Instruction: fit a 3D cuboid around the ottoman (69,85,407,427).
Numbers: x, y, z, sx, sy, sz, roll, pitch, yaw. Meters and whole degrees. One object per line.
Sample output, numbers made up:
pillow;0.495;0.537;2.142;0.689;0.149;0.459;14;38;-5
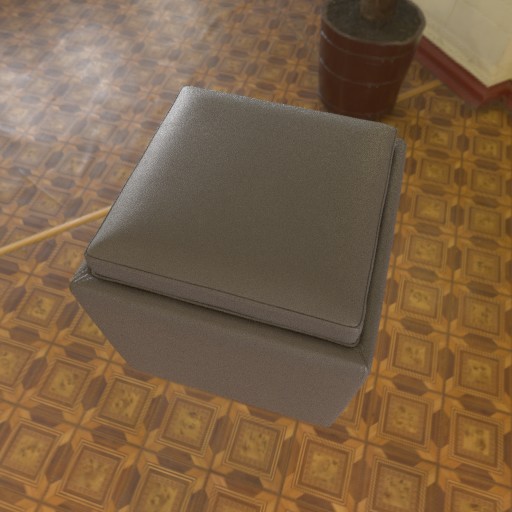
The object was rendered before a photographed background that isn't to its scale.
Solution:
ottoman;0.000;0.000;0.838;0.451;0.460;0.450;14;59;9
